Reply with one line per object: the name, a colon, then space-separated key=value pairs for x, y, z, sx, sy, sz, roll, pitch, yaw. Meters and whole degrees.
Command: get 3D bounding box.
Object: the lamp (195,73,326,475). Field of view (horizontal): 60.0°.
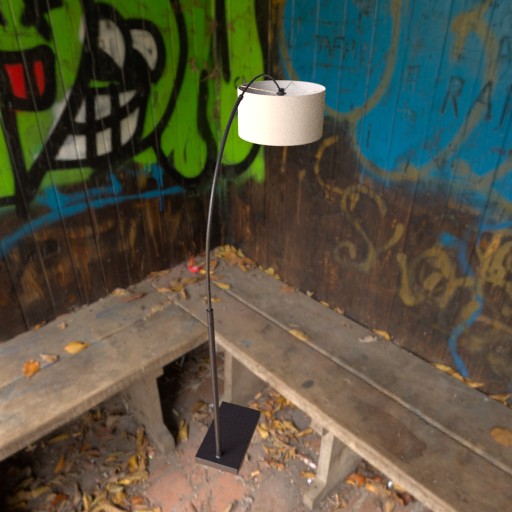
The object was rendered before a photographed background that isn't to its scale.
lamp: x=0.000 y=0.000 z=2.542 sx=0.493 sy=1.927 sz=1.424 roll=9 pitch=32 yaw=15
